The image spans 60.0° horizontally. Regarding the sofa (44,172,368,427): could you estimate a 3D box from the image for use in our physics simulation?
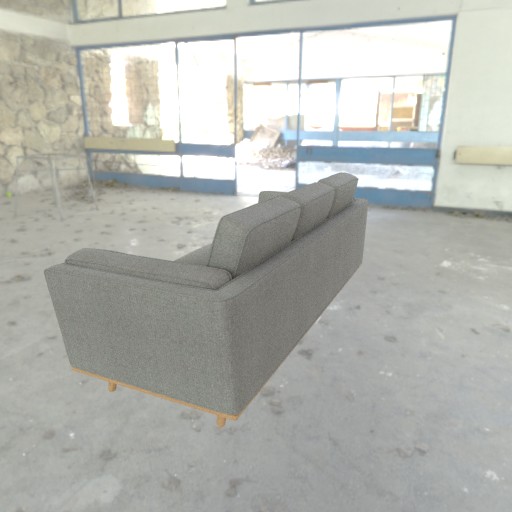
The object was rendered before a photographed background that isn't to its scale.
[{"bbox_3d":[0.000,0.000,2.752,0.903,0.899,2.362,8,18,24],"label":"sofa"}]
